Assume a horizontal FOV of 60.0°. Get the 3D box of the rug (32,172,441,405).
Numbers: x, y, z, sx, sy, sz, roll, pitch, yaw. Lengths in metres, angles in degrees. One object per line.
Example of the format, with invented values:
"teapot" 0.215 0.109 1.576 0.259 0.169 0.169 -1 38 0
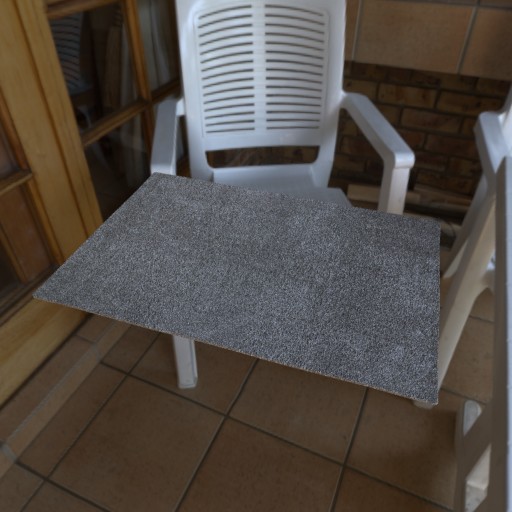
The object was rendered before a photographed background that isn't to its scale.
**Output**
"rug" 0.000 0.000 3.422 2.699 0.026 1.802 12 42 14
